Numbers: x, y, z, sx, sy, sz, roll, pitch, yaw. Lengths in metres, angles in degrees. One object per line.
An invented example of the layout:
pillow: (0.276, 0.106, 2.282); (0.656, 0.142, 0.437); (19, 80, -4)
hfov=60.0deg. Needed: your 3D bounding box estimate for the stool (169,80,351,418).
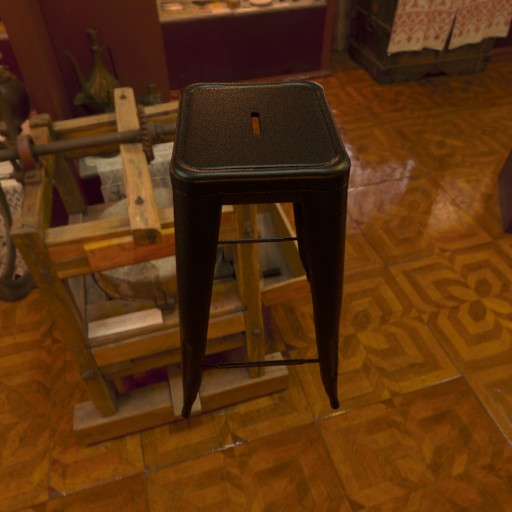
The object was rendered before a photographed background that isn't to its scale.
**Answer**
stool: (0.000, 0.000, 0.911); (0.423, 0.609, 0.455); (-11, 47, -10)
